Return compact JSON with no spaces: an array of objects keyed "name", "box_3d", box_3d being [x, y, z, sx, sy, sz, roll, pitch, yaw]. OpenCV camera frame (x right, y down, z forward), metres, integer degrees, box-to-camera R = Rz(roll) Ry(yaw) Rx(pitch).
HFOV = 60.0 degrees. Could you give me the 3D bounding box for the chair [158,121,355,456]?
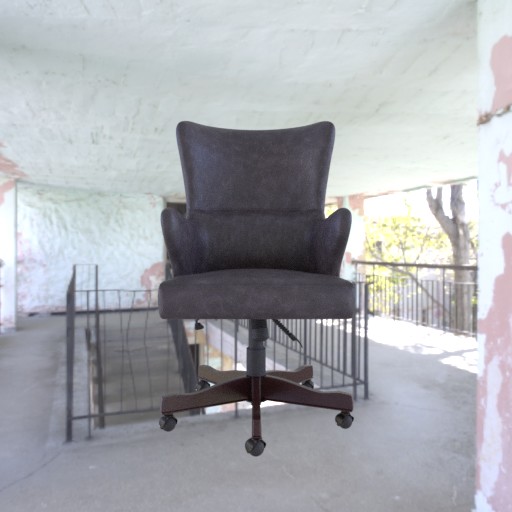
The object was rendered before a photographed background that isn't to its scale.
[{"name":"chair","box_3d":[0.000,0.000,1.484,0.594,1.037,0.717,0,1,0]}]
